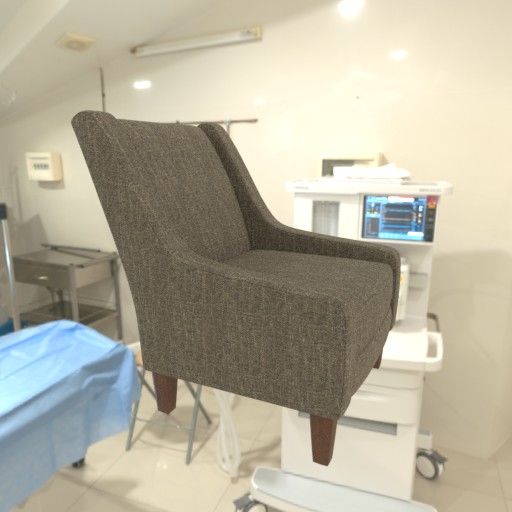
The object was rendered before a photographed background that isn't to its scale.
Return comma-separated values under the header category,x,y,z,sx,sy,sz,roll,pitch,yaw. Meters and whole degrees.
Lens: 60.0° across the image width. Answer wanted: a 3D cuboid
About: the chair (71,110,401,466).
category,x,y,z,sx,sy,sz,roll,pitch,yaw
chair,0.000,0.000,1.649,0.944,1.012,0.793,7,15,27
